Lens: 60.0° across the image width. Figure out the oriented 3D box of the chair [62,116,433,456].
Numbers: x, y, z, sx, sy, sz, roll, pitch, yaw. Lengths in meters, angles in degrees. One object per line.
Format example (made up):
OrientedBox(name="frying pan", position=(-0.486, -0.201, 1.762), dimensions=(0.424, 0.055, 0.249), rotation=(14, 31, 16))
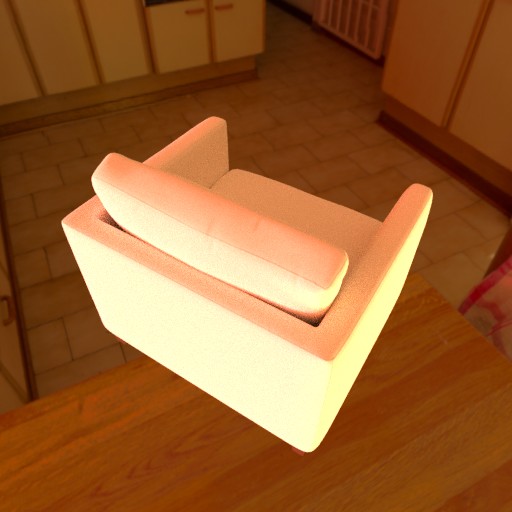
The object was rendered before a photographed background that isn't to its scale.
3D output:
OrientedBox(name="chair", position=(0.000, 0.000, 1.694), dimensions=(1.019, 0.885, 0.878), rotation=(25, 51, 22))
